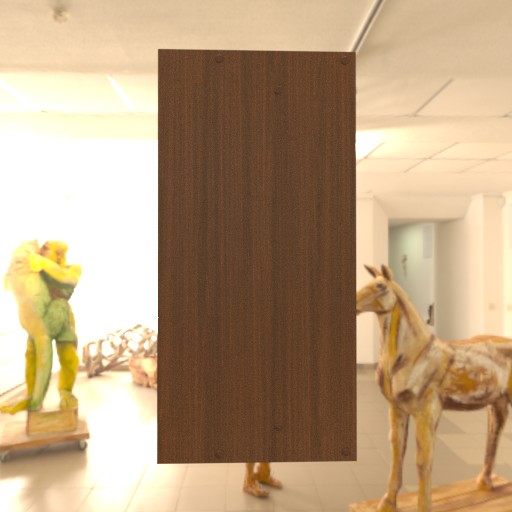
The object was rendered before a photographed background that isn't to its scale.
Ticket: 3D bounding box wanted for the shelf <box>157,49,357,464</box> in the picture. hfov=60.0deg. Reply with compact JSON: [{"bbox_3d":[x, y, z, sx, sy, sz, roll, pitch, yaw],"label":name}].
[{"bbox_3d":[0.000,0.000,0.717,0.290,0.600,0.147,0,-1,-2],"label":"shelf"}]
